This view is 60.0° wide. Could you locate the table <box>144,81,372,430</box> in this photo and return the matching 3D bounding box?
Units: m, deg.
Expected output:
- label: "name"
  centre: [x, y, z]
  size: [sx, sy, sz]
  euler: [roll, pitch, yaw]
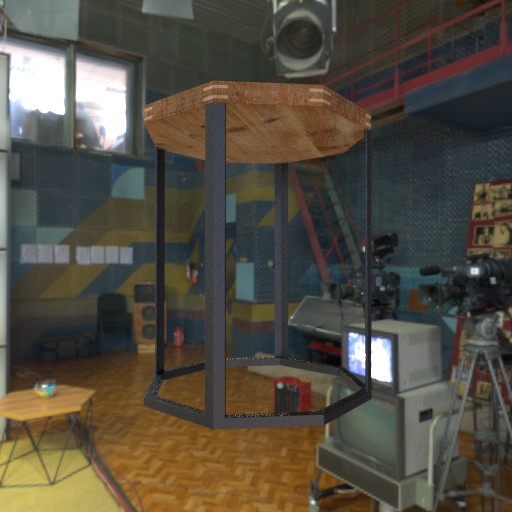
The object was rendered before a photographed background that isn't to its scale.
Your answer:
- label: "table"
  centre: [0.000, 0.000, 0.909]
  size: [0.458, 0.543, 0.458]
  euler: [0, -1, 17]
